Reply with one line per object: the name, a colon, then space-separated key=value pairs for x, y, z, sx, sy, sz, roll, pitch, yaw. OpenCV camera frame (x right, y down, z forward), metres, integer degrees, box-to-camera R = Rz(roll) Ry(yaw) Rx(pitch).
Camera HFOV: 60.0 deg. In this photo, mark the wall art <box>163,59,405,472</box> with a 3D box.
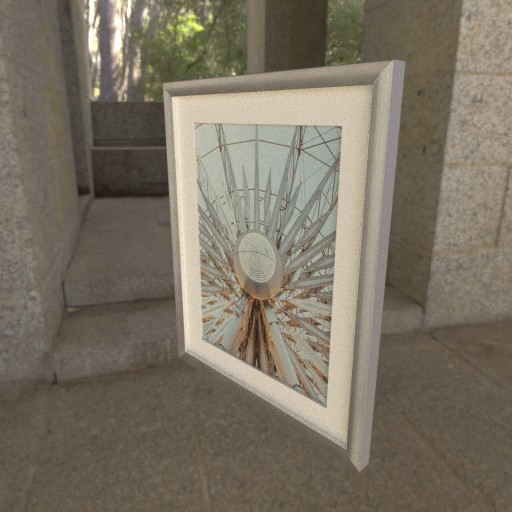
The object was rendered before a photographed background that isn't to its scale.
wall art: x=0.000 y=0.000 z=0.732 sx=0.029 sy=0.558 sz=0.458 roll=-16 pitch=23 yaw=-42
